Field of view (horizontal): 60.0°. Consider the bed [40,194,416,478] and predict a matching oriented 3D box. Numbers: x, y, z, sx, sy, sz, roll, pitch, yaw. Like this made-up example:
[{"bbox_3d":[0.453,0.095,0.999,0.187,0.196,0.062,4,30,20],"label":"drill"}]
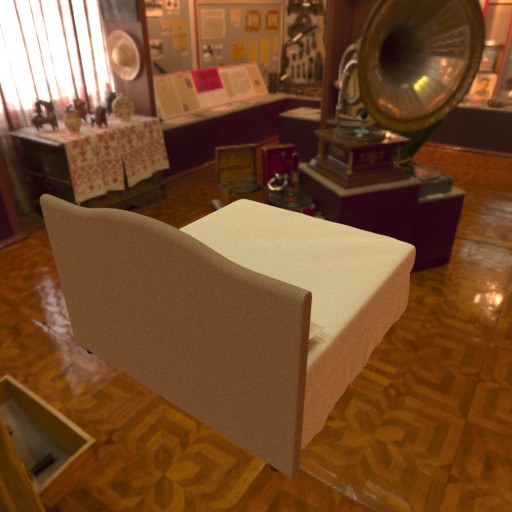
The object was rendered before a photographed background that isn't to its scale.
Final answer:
[{"bbox_3d":[0.000,0.000,3.534,2.083,1.421,2.182,19,34,31],"label":"bed"}]
